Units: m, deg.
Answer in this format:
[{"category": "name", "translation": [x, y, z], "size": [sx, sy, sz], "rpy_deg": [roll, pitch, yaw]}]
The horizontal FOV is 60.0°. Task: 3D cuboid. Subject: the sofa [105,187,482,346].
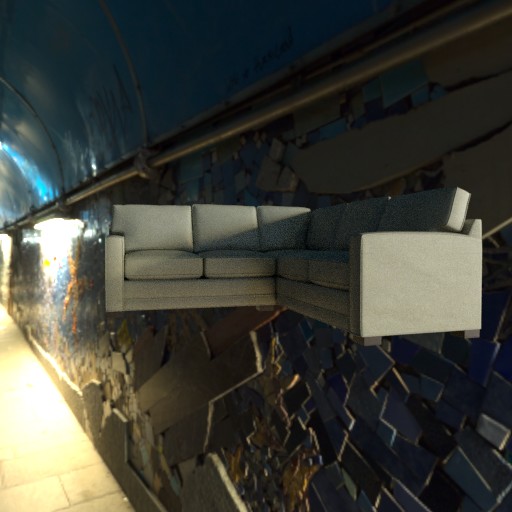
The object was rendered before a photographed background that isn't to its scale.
[{"category": "sofa", "translation": [0.000, 0.000, 3.364], "size": [2.188, 0.936, 2.211], "rpy_deg": [0, 2, -18]}]
